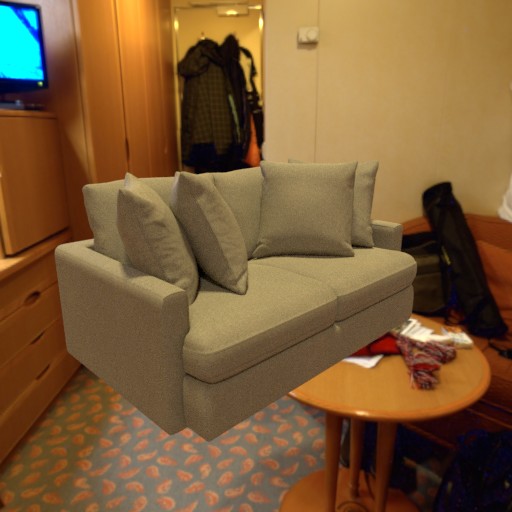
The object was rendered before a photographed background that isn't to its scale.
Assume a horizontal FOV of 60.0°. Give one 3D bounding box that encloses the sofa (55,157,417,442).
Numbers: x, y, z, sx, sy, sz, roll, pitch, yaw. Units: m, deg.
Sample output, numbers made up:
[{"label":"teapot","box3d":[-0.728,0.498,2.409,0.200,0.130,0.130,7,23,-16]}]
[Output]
[{"label":"sofa","box3d":[0.000,0.000,2.606,1.869,1.080,1.228,-15,22,-43]}]
